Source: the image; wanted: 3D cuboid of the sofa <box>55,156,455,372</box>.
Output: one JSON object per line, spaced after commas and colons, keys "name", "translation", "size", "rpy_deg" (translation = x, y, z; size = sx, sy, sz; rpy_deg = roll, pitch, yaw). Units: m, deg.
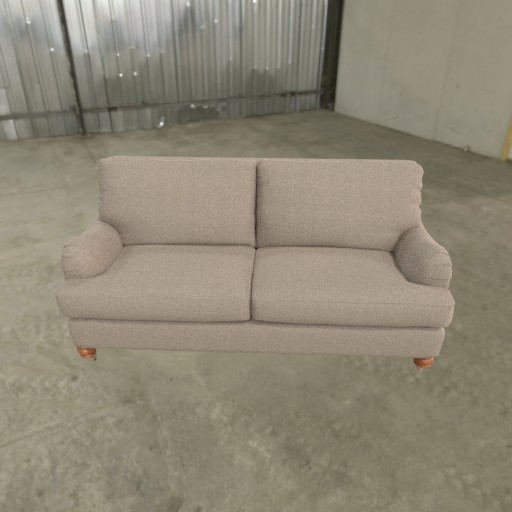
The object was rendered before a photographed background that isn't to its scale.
{"name": "sofa", "translation": [0.000, 0.000, 2.772], "size": [2.160, 1.054, 1.087], "rpy_deg": [1, 30, 2]}
